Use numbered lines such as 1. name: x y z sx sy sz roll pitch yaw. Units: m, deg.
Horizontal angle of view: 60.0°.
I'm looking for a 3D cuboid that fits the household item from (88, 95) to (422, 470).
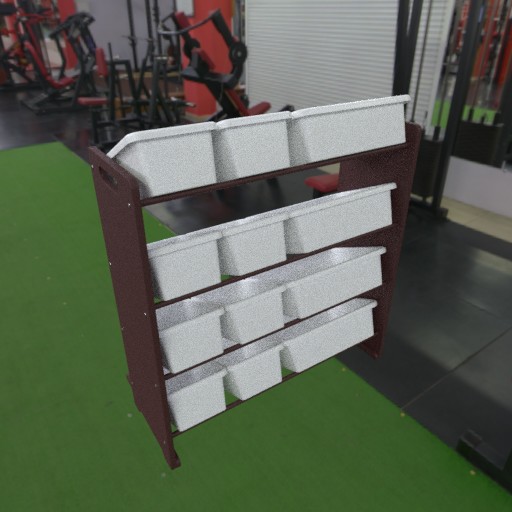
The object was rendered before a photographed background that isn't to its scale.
1. household item: 0.000 0.000 1.275 0.787 0.864 0.389 -18 34 -29
